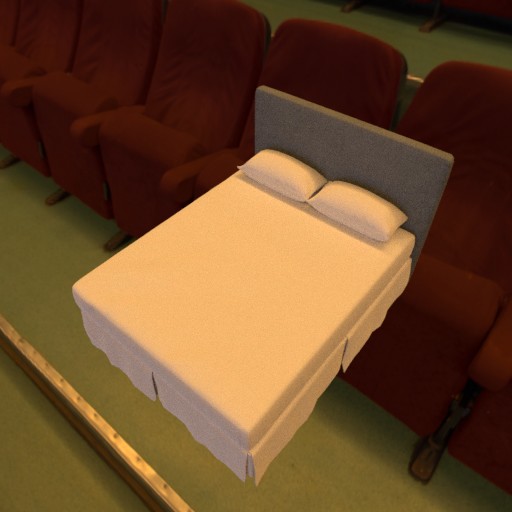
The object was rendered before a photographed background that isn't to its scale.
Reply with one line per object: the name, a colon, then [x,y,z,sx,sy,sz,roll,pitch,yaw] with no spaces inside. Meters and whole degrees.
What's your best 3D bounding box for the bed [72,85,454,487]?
bed: [0.000,0.000,3.162,1.713,1.330,2.142,31,53,26]
